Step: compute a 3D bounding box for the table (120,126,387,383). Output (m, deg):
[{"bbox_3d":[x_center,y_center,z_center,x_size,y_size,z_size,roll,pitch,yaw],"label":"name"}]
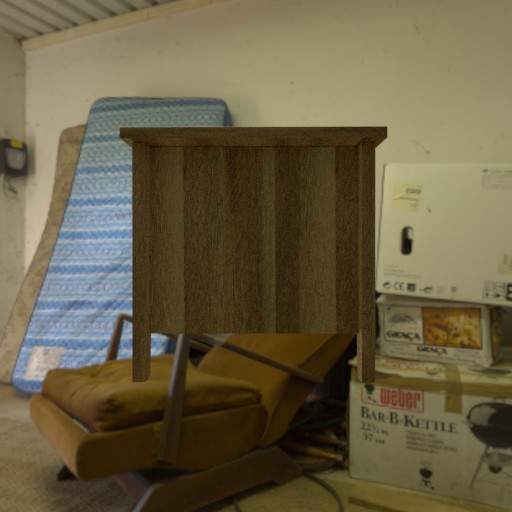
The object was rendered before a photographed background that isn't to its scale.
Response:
[{"bbox_3d":[0.000,0.000,1.363,0.493,0.480,1.095,0,0,1],"label":"table"}]
